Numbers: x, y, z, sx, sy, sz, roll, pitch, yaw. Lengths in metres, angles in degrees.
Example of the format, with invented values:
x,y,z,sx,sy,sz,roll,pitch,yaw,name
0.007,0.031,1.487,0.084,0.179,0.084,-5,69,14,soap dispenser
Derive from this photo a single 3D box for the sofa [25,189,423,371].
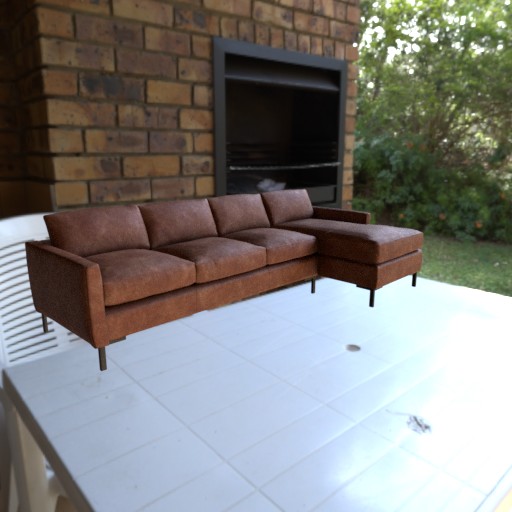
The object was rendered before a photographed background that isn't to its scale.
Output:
x,y,z,sx,sy,sz,roll,pitch,yaw,name
0.000,0.000,3.557,1.471,0.859,2.993,13,18,43,sofa
